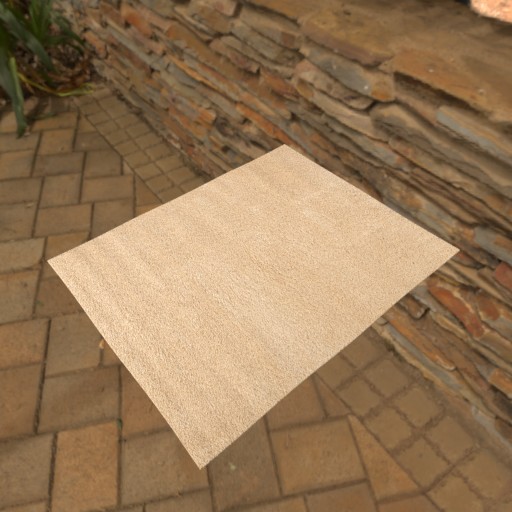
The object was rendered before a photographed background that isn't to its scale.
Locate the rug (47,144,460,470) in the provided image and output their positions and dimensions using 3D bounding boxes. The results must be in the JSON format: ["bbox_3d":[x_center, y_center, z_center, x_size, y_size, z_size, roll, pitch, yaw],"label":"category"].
[{"bbox_3d":[0.000,0.000,4.131,3.000,0.025,2.400,-32,54,-27],"label":"rug"}]
